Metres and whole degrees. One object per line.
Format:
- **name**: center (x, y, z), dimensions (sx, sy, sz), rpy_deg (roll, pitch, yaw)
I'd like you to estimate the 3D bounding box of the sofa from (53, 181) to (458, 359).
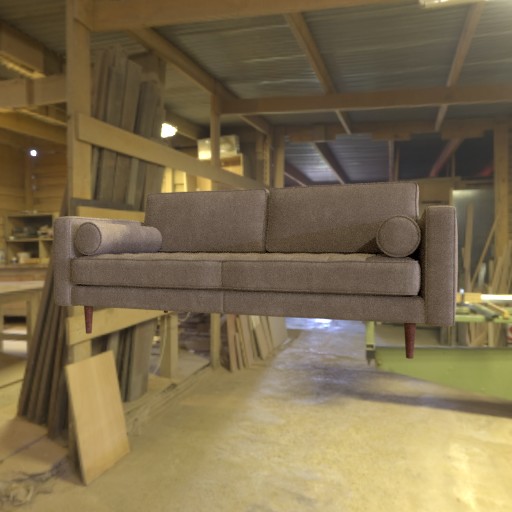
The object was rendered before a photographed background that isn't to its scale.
- **sofa**: center (0.000, 0.000, 2.312), dimensions (1.883, 0.769, 0.920), rpy_deg (0, 1, 19)
